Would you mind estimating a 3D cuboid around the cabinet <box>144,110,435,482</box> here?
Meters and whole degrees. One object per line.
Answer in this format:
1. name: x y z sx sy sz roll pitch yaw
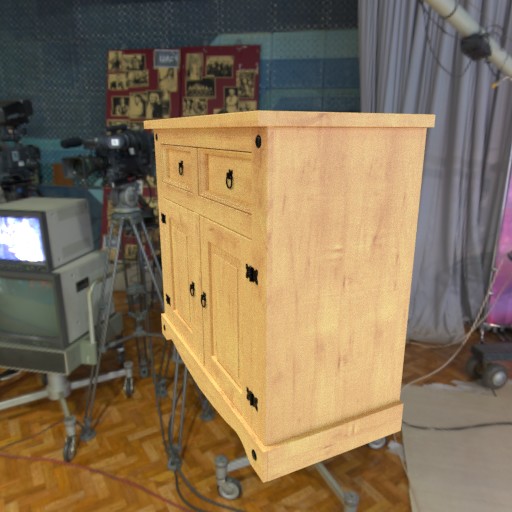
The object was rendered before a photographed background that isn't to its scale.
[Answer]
1. cabinet: 0.000 0.000 1.417 0.450 0.840 0.920 -8 17 -25
